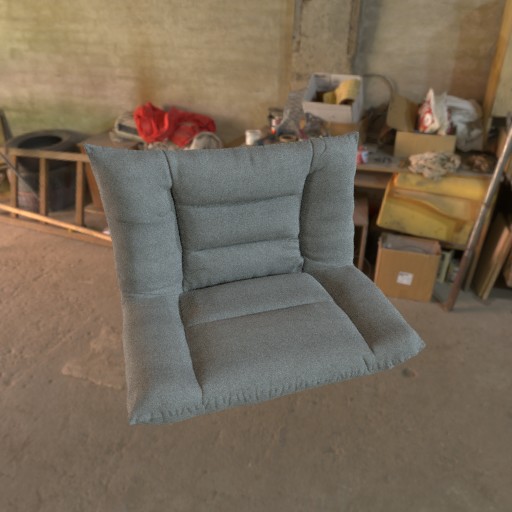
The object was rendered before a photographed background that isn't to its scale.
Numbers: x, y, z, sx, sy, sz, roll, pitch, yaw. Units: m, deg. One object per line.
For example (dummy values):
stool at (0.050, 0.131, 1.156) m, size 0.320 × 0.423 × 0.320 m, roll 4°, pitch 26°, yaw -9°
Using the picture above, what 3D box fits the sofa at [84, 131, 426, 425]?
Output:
sofa at (0.000, 0.000, 1.724) m, size 1.144 × 0.795 × 0.847 m, roll -9°, pitch 33°, yaw -14°
